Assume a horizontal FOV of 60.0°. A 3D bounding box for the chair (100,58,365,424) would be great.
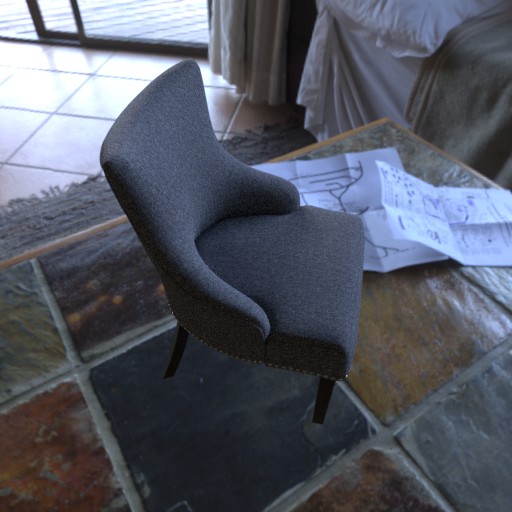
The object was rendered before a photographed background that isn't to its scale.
[{"bbox_3d":[0.000,0.000,1.294,0.629,0.909,0.566,9,47,9],"label":"chair"}]
